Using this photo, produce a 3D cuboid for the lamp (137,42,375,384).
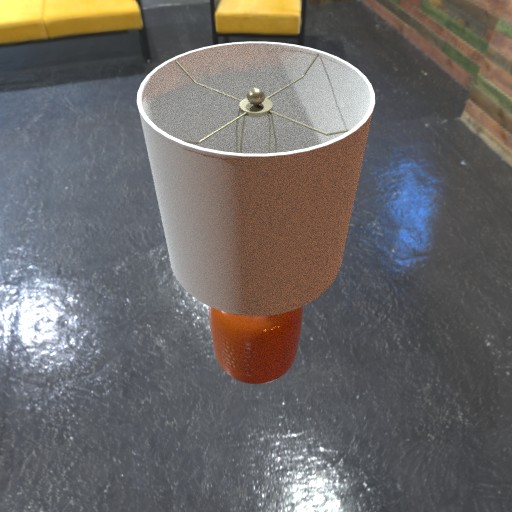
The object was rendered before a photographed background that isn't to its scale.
[{"bbox_3d":[0.000,0.000,1.106,0.418,0.871,0.418,-10,48,-9],"label":"lamp"}]
